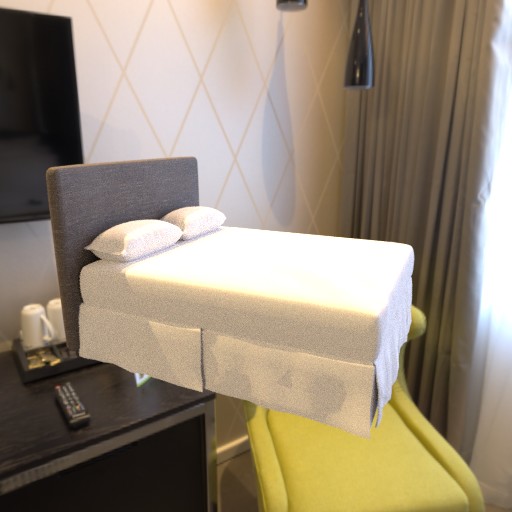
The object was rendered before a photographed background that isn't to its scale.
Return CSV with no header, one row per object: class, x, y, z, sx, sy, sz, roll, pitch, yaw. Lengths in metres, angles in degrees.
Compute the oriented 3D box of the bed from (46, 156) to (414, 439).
bed,0.000,0.000,3.232,2.142,1.330,1.723,7,17,24
